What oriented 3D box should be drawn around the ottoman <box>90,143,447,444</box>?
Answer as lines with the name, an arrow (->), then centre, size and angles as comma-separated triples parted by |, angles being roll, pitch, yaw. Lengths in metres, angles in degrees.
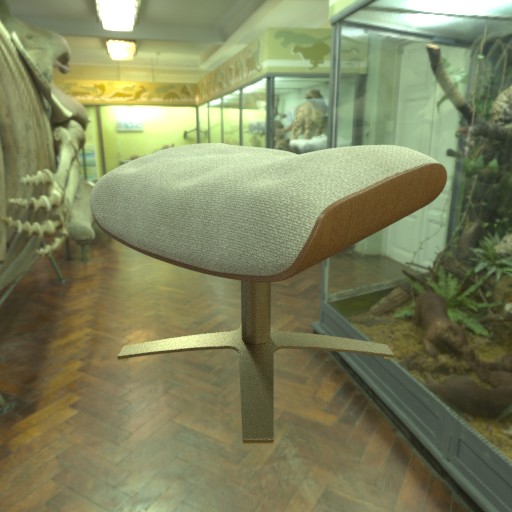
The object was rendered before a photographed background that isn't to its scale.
ottoman -> 0.000, 0.000, 0.799 | 0.520, 0.391, 0.394 | 14, 20, 42
